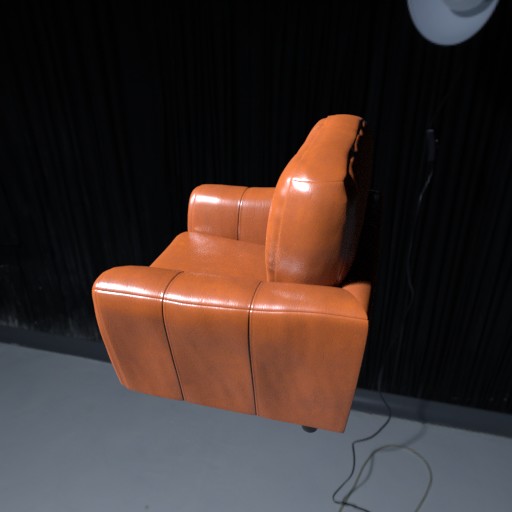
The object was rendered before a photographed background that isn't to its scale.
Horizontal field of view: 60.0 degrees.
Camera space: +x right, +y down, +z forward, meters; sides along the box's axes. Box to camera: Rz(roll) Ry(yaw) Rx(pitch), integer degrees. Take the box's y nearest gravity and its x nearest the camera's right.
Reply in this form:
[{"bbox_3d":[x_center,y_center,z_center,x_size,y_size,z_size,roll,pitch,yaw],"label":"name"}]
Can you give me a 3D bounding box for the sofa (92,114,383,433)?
[{"bbox_3d":[0.000,0.000,1.500,0.789,0.876,0.836,8,31,14],"label":"sofa"}]
